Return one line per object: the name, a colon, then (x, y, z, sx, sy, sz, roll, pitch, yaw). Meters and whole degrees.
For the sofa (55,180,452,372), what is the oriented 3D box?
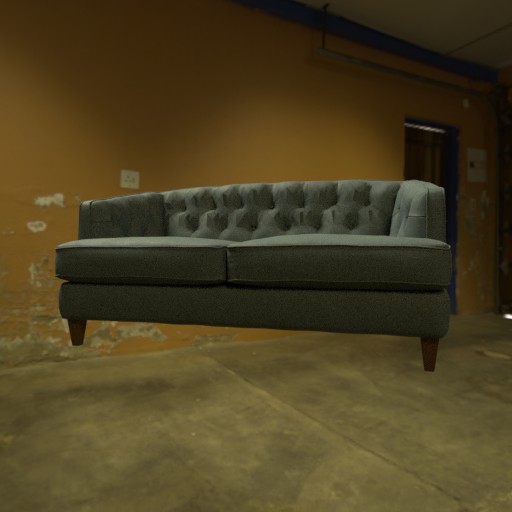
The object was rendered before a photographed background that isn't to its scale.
sofa: (0.000, 0.000, 2.239, 1.733, 0.855, 0.941, 0, 1, 17)
